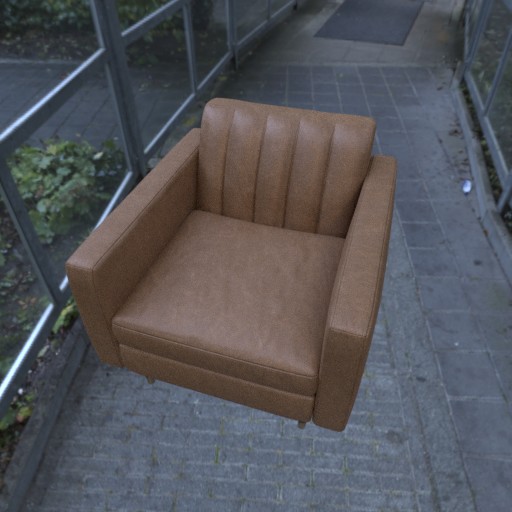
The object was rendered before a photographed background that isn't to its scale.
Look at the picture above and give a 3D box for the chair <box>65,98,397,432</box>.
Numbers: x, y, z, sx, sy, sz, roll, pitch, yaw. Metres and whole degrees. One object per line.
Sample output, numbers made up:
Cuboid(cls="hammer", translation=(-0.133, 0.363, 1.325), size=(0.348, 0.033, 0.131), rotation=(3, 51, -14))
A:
Cuboid(cls="chair", translation=(0.000, 0.000, 1.711), size=(0.953, 0.819, 0.998), rotation=(12, 43, 13))
